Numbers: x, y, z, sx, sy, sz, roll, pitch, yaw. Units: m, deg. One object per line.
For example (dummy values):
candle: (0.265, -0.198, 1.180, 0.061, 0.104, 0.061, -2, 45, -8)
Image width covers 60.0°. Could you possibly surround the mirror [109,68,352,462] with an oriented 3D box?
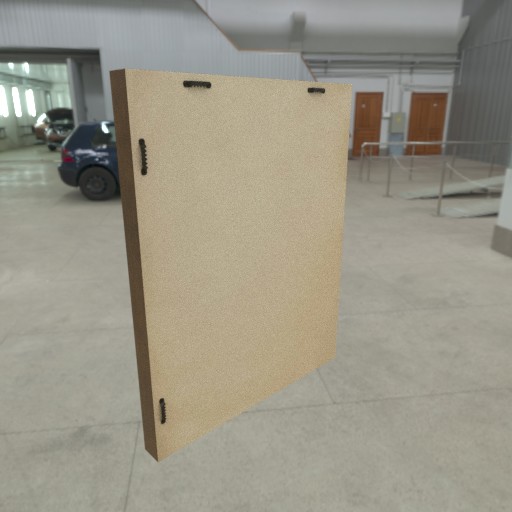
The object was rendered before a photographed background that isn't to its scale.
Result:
mirror: (0.000, 0.000, 0.683, 0.406, 0.509, 0.041, -16, 24, -41)
